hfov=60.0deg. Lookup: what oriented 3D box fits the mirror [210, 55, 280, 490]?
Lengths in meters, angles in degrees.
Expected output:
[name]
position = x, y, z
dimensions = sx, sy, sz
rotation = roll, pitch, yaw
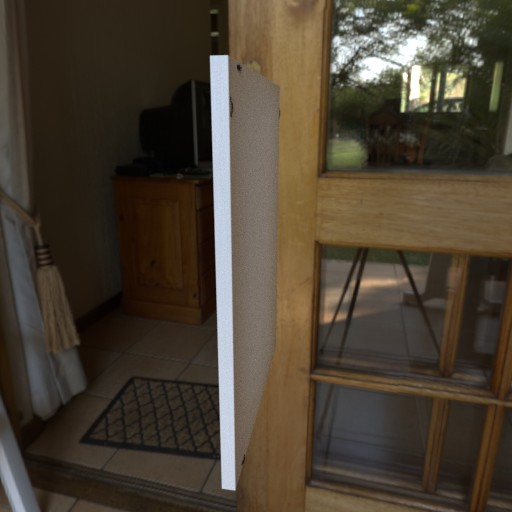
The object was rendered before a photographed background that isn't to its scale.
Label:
[mirror]
position = 0.000, 0.000, 1.339
dimensions = 0.040, 1.016, 0.762
rotation = 3, 17, 10
